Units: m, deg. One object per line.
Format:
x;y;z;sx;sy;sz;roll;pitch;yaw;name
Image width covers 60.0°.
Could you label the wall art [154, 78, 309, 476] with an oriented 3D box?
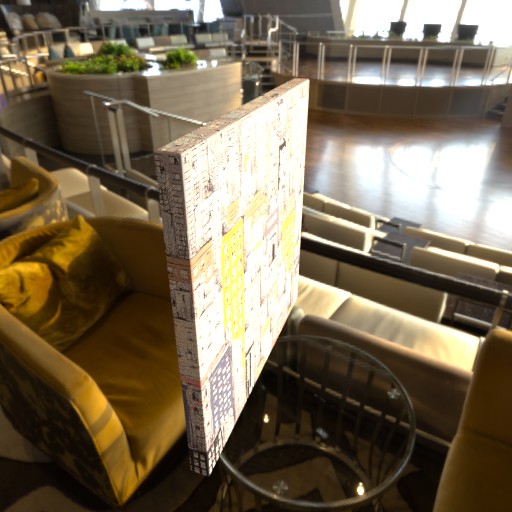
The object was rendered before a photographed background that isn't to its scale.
0.000;0.000;0.916;0.038;0.608;0.607;10;32;17;wall art
